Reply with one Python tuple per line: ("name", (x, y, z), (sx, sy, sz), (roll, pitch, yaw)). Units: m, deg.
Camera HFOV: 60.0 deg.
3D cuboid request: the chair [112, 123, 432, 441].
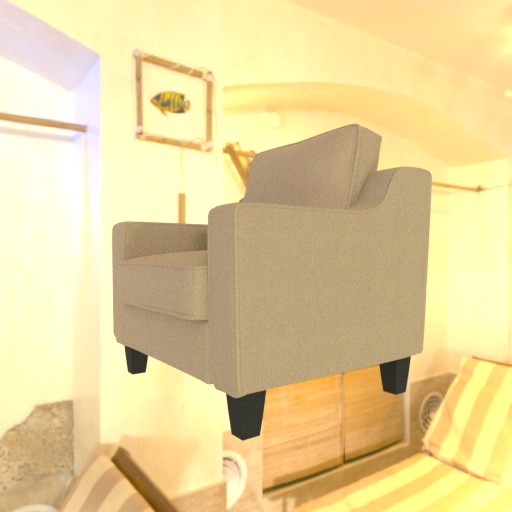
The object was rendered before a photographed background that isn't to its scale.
("chair", (0.000, 0.000, 1.679), (0.882, 0.948, 0.922), (0, 0, -36))
